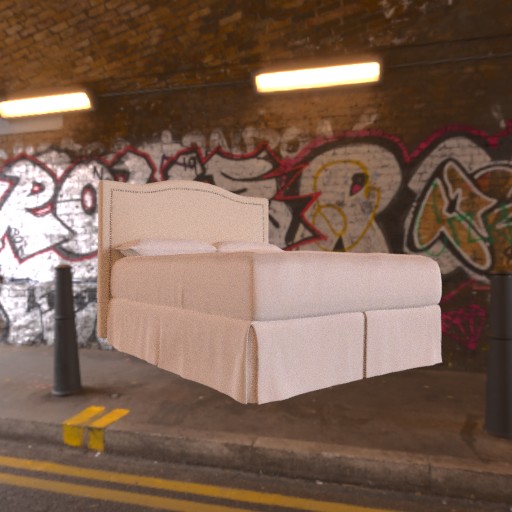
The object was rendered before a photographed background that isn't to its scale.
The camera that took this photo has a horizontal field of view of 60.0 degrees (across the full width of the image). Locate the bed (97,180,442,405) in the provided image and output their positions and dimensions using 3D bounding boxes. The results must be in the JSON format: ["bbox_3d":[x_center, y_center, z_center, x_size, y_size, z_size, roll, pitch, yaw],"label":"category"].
[{"bbox_3d":[0.000,0.000,3.376,1.753,1.460,2.143,1,-2,-36],"label":"bed"}]
